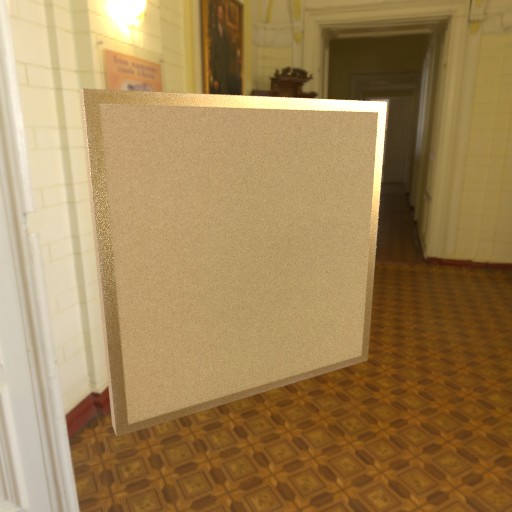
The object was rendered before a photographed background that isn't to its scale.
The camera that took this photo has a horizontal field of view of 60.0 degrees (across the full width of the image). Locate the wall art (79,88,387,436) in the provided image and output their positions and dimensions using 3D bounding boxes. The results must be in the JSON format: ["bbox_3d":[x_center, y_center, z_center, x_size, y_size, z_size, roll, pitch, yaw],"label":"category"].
[{"bbox_3d":[0.000,0.000,0.752,0.510,0.509,0.033,-8,17,-27],"label":"wall art"}]
